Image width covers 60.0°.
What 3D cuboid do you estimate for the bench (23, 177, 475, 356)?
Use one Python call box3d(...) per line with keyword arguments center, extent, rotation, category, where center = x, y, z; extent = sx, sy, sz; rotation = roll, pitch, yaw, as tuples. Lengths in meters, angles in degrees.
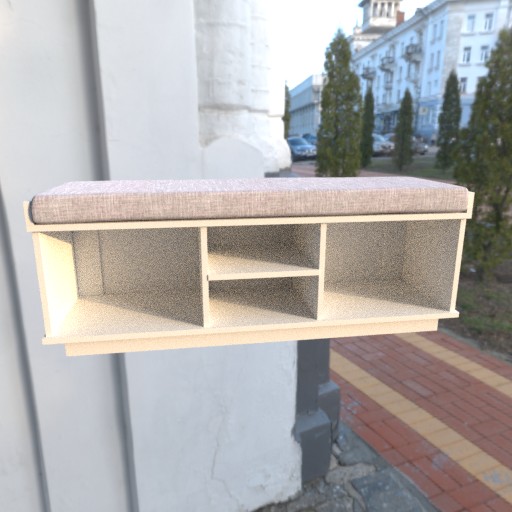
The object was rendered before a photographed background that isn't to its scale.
box3d(center=(0.000, 0.000, 1.378), extent=(1.196, 0.453, 0.363), rotation=(-2, 15, -9), category="bench")
